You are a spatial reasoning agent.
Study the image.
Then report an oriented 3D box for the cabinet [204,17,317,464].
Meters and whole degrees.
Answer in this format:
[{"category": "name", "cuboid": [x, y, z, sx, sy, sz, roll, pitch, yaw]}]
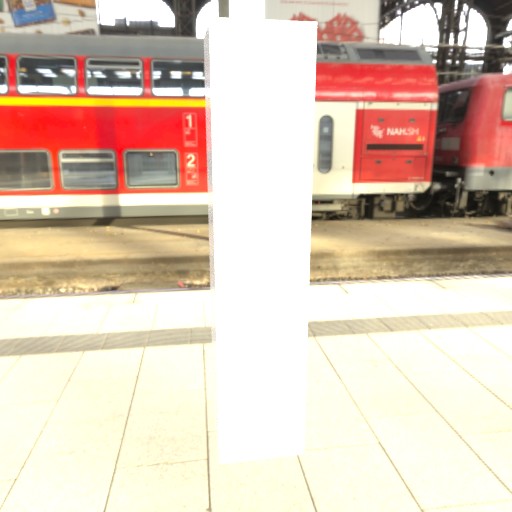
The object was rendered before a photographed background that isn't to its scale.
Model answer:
[{"category": "cabinet", "cuboid": [0.000, 0.000, 1.511, 0.300, 1.400, 0.269, -2, 14, -9]}]
